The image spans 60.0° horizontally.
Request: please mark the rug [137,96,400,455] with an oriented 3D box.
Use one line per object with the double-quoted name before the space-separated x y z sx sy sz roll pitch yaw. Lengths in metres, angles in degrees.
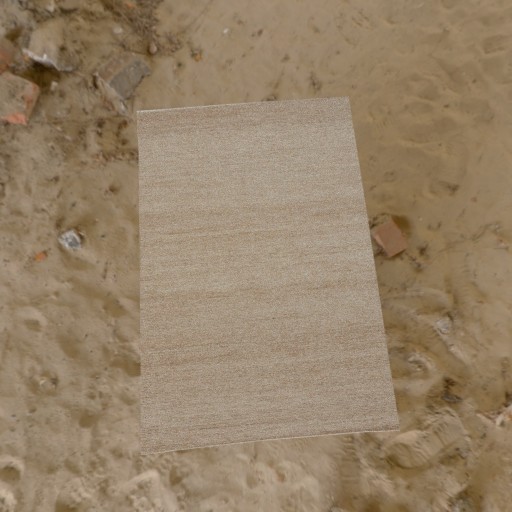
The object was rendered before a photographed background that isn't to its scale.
"rug" 0.000 0.000 2.968 1.574 0.029 2.346 -4 75 -1
